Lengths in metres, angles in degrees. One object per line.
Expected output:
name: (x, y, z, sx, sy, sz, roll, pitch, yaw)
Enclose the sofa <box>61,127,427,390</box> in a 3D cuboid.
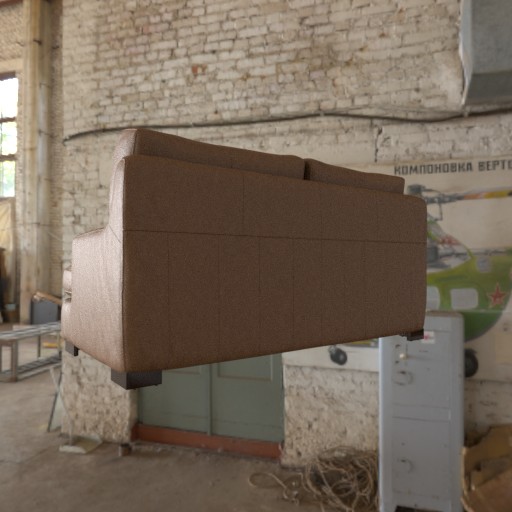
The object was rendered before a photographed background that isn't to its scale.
sofa: (0.000, 0.000, 2.453, 1.855, 0.980, 0.962, 1, -1, -36)
